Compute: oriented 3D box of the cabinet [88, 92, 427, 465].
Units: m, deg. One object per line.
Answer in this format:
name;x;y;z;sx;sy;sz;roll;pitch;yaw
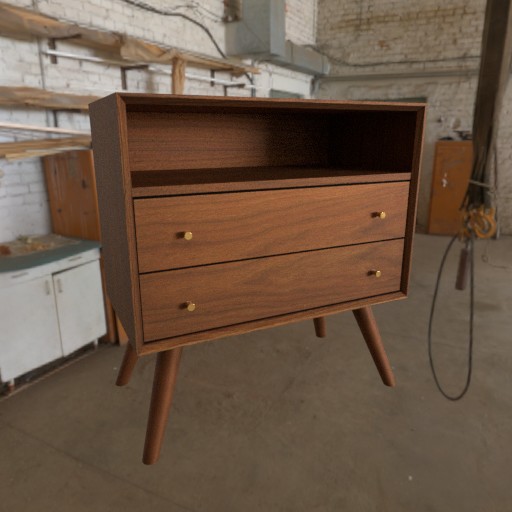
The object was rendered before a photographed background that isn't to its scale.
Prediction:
cabinet;0.000;0.000;1.150;0.712;0.748;0.388;-8;18;-25
